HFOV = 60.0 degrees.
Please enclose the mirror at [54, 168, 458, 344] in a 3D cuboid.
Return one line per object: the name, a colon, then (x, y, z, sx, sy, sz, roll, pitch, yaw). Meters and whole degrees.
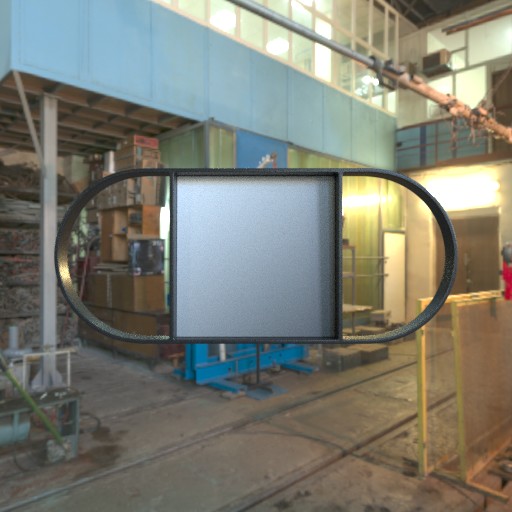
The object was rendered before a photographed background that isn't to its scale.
mirror: (0.000, 0.000, 0.655, 0.584, 0.254, 0.032, 0, 0, 0)
